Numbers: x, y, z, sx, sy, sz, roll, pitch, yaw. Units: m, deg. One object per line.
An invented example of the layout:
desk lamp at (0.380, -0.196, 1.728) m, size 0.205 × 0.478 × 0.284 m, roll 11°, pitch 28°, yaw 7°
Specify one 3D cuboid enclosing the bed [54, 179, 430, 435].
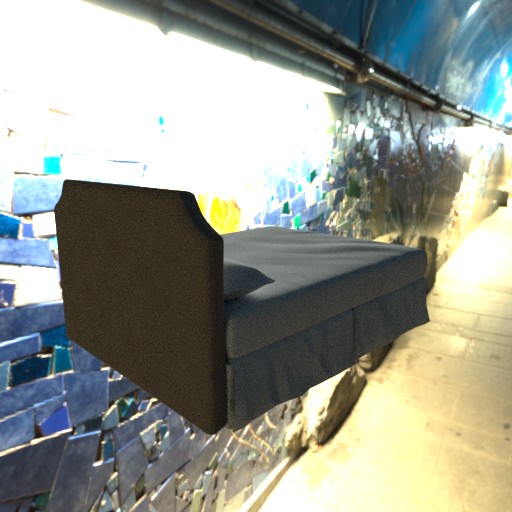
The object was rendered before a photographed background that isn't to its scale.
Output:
bed at (0.000, 0.000, 3.638) m, size 1.977 × 1.293 × 2.498 m, roll 13°, pitch 18°, yaw 43°
